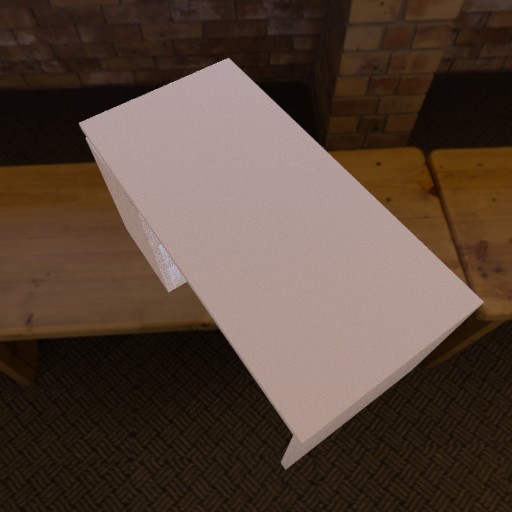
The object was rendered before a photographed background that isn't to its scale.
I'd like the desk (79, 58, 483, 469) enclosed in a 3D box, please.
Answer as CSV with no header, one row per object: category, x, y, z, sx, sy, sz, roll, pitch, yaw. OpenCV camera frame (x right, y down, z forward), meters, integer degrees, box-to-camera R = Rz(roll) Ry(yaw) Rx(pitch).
desk,0.000,0.000,1.838,0.690,0.740,1.400,-31,64,-17
